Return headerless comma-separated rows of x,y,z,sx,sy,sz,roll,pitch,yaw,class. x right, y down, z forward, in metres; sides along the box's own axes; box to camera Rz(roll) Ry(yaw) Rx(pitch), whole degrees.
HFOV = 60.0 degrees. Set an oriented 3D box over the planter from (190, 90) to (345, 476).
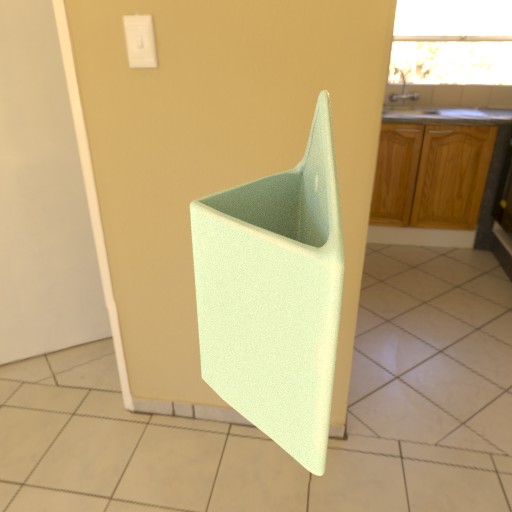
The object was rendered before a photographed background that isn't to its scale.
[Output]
0.000,0.000,0.280,0.079,0.197,0.164,0,26,0,planter
